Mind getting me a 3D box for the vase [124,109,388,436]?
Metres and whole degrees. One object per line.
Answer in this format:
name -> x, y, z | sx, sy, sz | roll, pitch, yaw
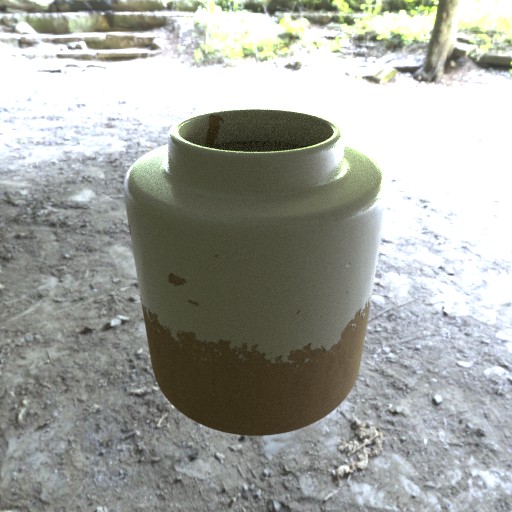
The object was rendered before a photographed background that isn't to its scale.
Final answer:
vase -> 0.000, 0.000, 0.291 | 0.153, 0.167, 0.153 | 0, 31, 0
